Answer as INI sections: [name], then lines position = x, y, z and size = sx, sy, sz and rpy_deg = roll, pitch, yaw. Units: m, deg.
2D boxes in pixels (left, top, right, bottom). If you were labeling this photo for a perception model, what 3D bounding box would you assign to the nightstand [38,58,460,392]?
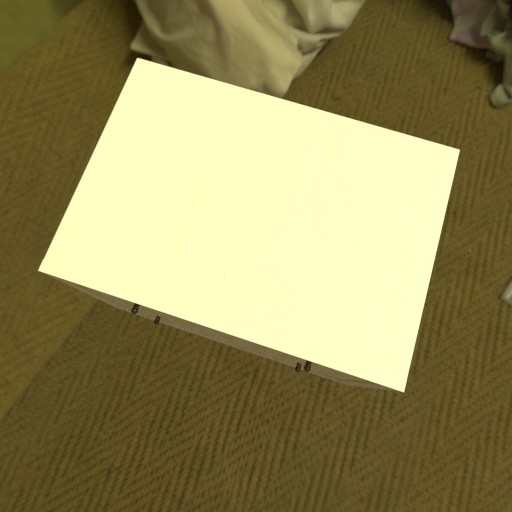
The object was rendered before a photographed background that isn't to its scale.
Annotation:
[nightstand]
position = 0.000, 0.000, 1.045
size = 0.614, 0.604, 0.447
rpy_deg = 18, 76, 5
